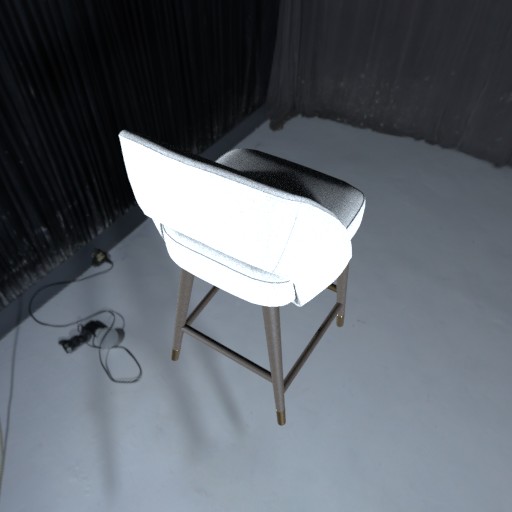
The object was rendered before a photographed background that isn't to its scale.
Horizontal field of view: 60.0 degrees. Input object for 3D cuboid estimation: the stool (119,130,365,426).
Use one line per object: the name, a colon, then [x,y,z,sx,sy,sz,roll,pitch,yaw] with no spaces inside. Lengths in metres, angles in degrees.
stool: [0.000,0.000,1.231,0.494,0.940,0.509,25,52,21]
